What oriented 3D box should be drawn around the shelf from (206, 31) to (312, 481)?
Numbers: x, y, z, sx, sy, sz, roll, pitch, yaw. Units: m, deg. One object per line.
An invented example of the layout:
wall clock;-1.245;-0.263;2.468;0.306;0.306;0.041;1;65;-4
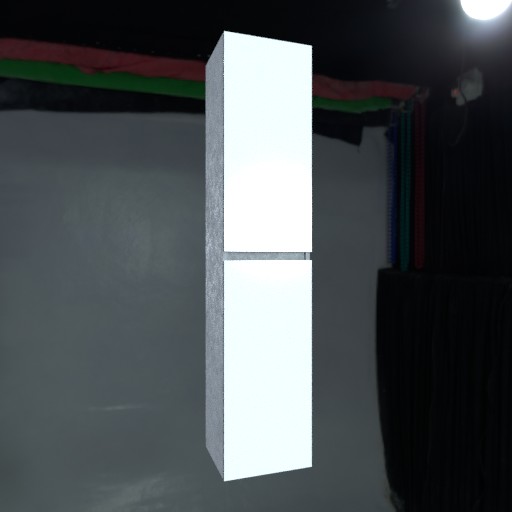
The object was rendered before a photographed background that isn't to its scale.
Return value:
shelf;0.000;0.000;1.554;0.300;1.400;0.270;0;0;-19
